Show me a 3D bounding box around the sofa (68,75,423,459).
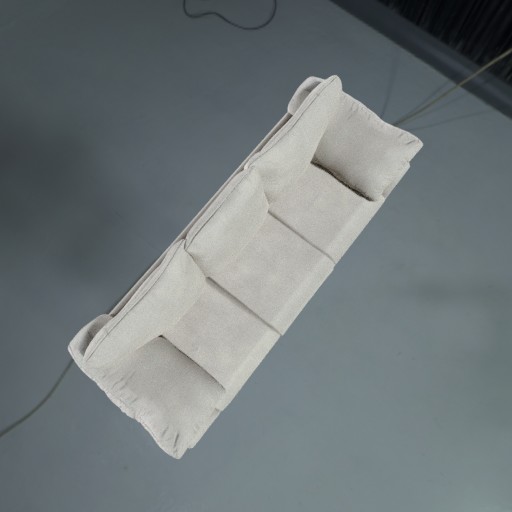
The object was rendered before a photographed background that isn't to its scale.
[{"bbox_3d":[0.000,0.000,2.834,0.878,0.996,2.334,37,77,10],"label":"sofa"}]
